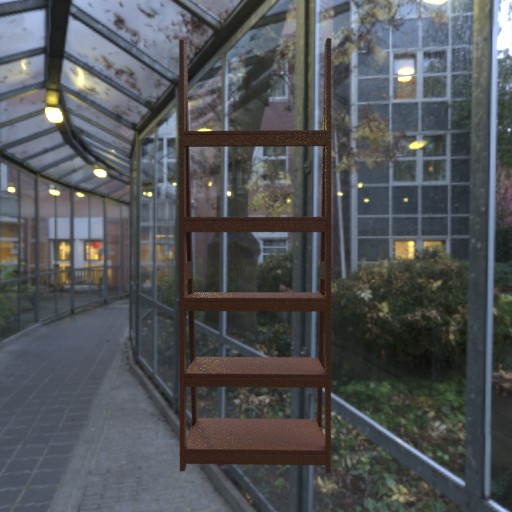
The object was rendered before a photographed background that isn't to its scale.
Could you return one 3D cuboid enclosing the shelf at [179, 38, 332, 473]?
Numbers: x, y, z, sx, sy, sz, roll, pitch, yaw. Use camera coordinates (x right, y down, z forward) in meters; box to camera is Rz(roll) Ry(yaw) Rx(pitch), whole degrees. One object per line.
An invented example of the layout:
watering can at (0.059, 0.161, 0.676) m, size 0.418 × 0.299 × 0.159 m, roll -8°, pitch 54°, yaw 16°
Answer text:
shelf at (0.000, 0.000, 1.998) m, size 0.630 × 1.780 × 0.356 m, roll 0°, pitch 1°, yaw 1°
